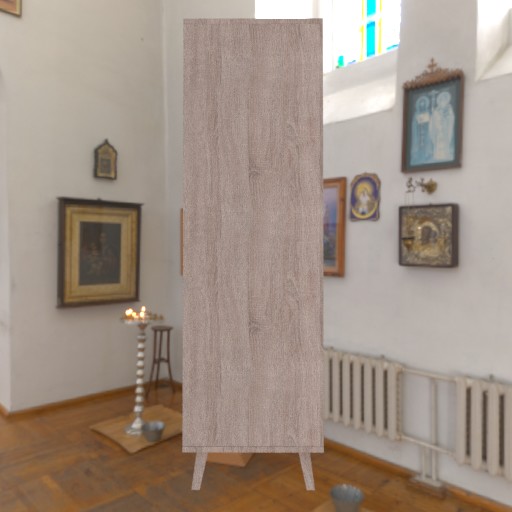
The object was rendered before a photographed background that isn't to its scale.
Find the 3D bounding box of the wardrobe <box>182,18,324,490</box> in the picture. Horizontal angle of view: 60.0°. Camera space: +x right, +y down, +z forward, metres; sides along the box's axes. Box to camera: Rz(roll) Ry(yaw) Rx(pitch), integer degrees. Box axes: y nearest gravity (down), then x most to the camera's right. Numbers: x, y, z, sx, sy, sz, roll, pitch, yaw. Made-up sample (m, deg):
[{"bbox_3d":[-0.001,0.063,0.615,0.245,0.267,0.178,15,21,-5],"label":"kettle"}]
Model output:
[{"bbox_3d":[0.000,0.000,2.327,0.600,1.960,1.000,0,-1,0],"label":"wardrobe"}]
